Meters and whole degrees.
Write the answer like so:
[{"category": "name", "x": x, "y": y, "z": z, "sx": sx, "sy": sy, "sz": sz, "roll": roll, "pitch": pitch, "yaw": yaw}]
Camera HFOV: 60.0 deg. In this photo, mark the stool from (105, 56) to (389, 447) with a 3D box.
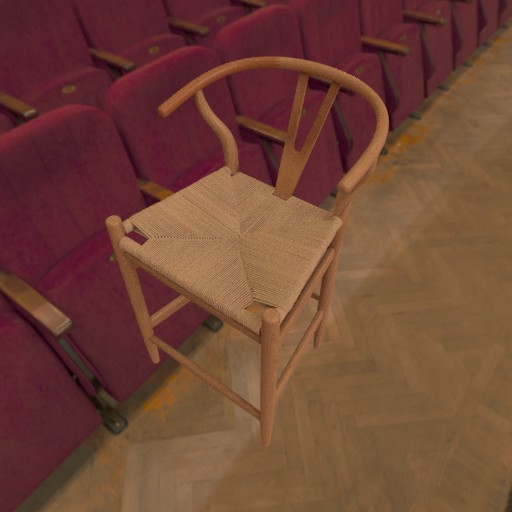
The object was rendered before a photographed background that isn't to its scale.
[{"category": "stool", "x": 0.000, "y": 0.000, "z": 1.287, "sx": 0.536, "sy": 0.923, "sz": 0.575, "roll": 28, "pitch": 52, "yaw": 25}]
